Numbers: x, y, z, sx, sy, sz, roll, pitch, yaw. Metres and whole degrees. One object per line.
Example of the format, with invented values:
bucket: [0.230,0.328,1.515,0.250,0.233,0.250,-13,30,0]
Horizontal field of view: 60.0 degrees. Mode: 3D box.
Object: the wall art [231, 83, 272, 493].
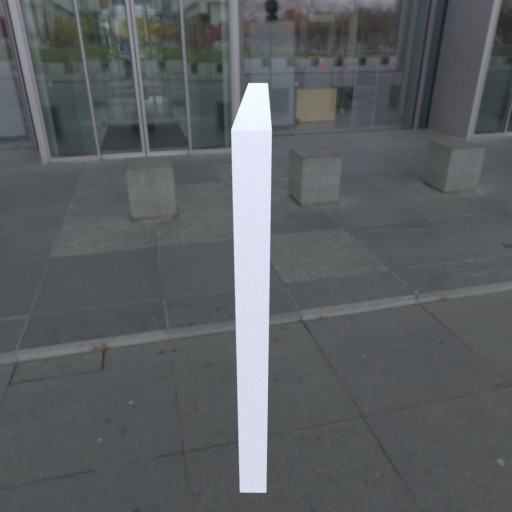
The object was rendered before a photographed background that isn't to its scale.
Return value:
wall art: [0.000,0.000,0.753,0.038,0.508,0.507,0,26,1]
